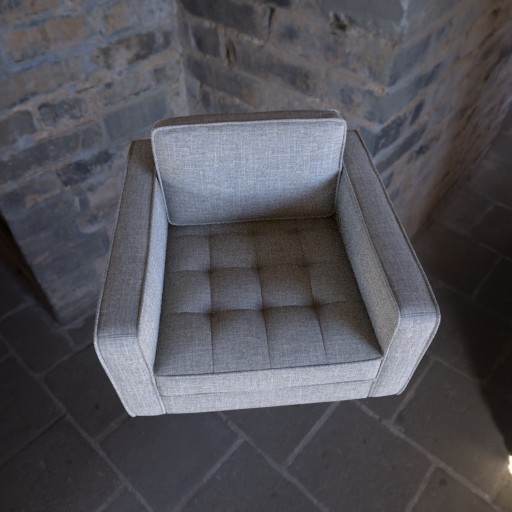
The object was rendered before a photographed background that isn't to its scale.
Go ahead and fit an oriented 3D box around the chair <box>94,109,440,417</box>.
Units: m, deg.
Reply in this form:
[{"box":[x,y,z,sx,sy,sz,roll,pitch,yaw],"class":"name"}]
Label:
[{"box":[0.000,0.000,1.527,0.889,0.765,0.914,-4,47,-3],"class":"chair"}]
